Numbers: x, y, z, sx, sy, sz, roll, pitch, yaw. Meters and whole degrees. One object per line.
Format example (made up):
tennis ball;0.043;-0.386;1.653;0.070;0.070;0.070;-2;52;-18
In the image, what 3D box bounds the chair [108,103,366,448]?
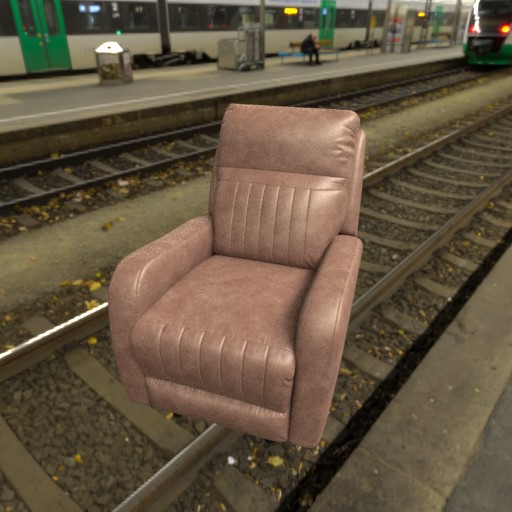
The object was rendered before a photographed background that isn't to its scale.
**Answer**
chair;0.000;0.000;1.843;0.865;1.067;1.067;9;29;17
